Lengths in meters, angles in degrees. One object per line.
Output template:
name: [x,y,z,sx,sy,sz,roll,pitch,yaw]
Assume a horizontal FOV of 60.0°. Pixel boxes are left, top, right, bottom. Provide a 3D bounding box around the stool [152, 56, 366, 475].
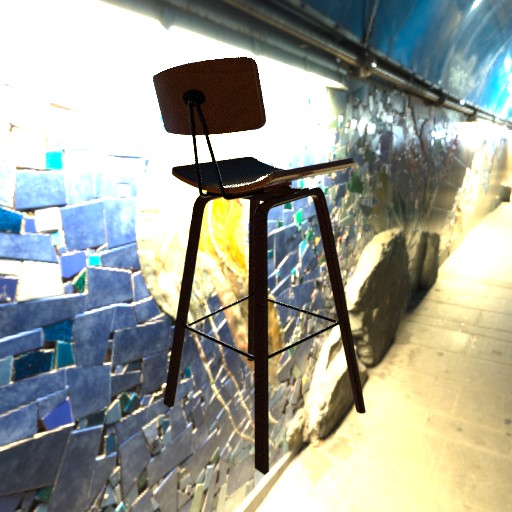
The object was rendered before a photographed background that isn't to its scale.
stool: [0.000,0.000,1.260,0.440,0.969,0.509,-13,19,-43]
